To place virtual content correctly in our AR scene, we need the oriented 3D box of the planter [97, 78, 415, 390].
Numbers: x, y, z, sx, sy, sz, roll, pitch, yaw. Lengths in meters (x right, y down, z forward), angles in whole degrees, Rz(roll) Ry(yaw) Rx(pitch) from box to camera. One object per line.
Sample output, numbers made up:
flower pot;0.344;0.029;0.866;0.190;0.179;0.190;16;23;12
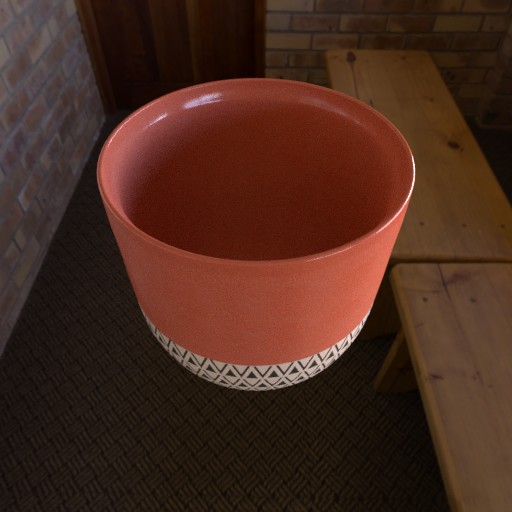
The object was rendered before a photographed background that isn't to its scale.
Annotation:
planter;0.000;0.000;0.478;0.266;0.270;0.266;0;47;0
